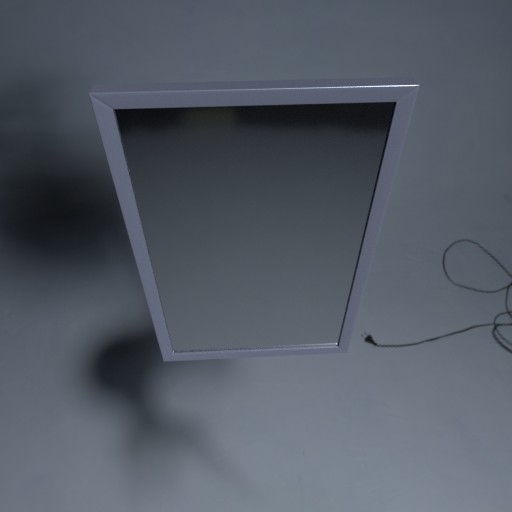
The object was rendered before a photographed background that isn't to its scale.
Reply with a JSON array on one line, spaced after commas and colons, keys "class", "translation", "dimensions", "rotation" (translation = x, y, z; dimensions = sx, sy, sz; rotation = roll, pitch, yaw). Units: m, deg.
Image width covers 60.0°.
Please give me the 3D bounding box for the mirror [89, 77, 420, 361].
[{"class": "mirror", "translation": [0.000, 0.000, 1.153], "dimensions": [0.609, 0.915, 0.040], "rotation": [-2, 46, -2]}]
